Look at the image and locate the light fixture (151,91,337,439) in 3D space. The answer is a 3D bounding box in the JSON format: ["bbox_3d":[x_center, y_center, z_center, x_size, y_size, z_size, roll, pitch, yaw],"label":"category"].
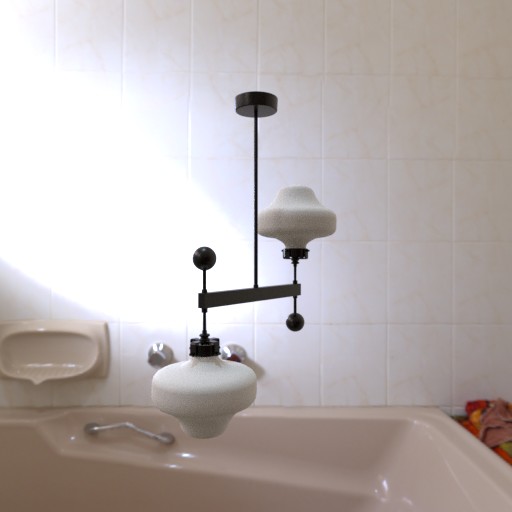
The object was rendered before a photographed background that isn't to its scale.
[{"bbox_3d":[0.000,0.000,1.050,0.422,0.743,0.489,0,0,1],"label":"light fixture"}]
